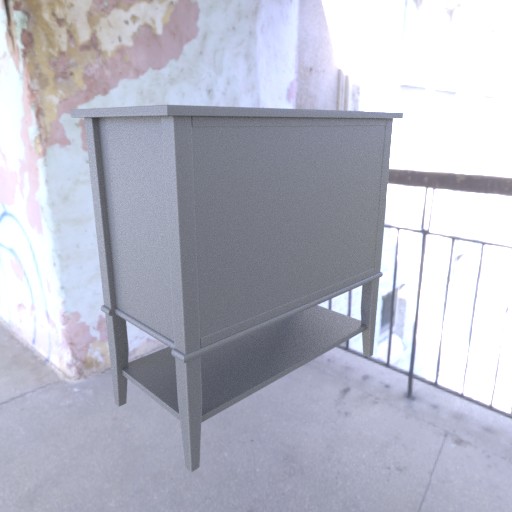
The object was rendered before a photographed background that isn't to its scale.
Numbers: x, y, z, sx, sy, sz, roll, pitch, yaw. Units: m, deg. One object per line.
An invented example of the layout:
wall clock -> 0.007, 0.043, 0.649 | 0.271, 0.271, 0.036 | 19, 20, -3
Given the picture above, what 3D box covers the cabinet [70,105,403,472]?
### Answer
cabinet -> 0.000, 0.000, 1.255 | 0.801, 0.780, 0.396 | -16, 23, -42
